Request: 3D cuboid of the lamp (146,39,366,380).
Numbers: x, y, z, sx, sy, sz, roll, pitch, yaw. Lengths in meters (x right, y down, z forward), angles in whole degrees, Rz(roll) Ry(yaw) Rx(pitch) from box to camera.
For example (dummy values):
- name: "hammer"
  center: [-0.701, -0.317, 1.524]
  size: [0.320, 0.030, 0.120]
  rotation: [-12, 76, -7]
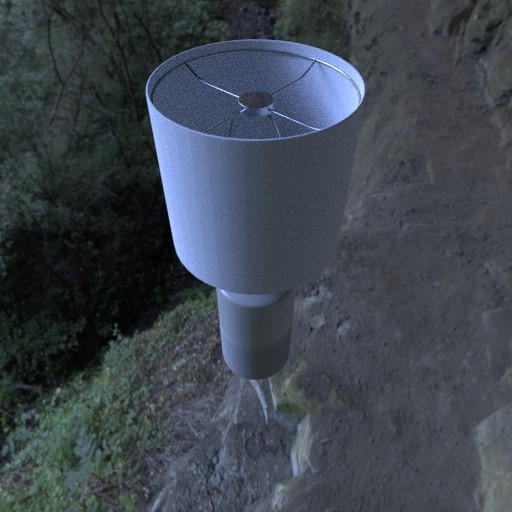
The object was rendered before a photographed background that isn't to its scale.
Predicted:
- name: "lamp"
  center: [0.000, 0.000, 0.610]
  size: [0.212, 0.493, 0.212]
  rotation: [32, 54, 27]
